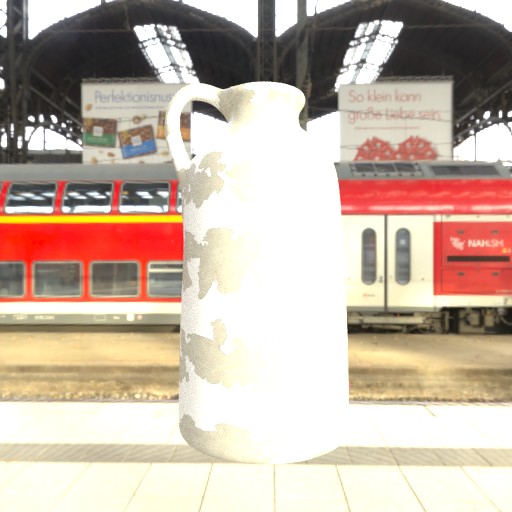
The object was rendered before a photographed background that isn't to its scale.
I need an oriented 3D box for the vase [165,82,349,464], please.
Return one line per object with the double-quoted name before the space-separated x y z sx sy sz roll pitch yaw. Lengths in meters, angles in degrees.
"vase" 0.000 0.000 0.492 0.203 0.382 0.186 0 0 0
